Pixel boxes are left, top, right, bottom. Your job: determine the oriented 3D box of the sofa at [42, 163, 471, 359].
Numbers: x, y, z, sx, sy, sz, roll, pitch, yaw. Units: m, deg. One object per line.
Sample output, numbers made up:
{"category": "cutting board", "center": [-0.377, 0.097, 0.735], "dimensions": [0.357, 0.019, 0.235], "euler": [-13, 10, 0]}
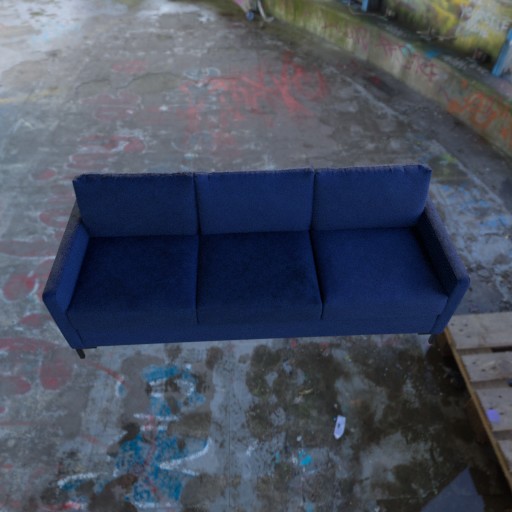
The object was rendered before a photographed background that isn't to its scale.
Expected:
{"category": "sofa", "center": [0.000, 0.000, 2.684], "dimensions": [2.252, 0.879, 0.875], "euler": [-2, 47, -2]}
